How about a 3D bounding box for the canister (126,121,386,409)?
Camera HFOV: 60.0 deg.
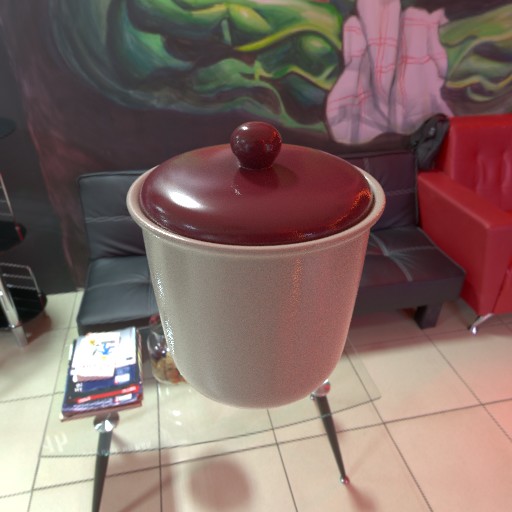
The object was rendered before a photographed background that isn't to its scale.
[{"bbox_3d":[0.000,0.000,0.350,0.182,0.208,0.182,0,31,0],"label":"canister"}]
